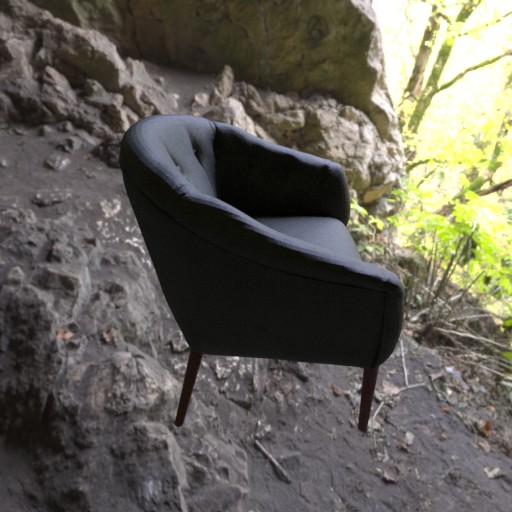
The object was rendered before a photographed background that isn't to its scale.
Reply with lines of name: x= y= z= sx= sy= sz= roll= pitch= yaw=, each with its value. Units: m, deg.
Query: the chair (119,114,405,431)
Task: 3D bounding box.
chair: x=0.000 y=0.000 z=1.492 sx=0.776 sy=0.885 sz=0.851 roll=0 pitch=31 yaw=-1
